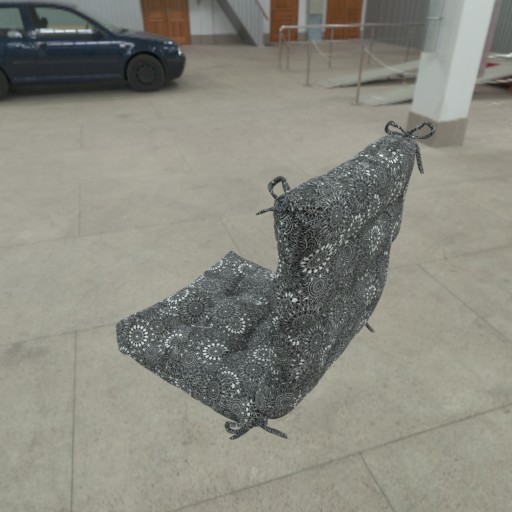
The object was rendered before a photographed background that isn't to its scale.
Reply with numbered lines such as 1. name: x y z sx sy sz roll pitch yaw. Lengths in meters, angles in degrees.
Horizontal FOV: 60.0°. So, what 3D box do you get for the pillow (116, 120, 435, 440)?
1. pillow: 0.000 0.000 1.028 0.571 0.605 0.519 21 37 31
